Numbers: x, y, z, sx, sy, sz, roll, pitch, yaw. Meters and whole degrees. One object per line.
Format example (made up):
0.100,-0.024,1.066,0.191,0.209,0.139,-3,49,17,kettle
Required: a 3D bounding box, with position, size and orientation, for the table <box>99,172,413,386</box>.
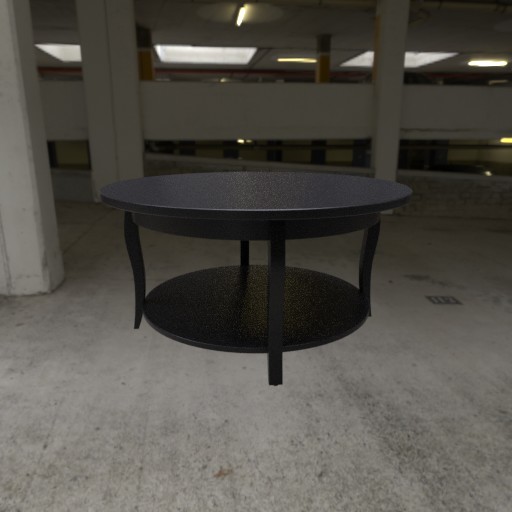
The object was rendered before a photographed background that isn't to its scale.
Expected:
0.000,0.000,1.426,0.914,0.457,0.914,0,16,0,table
